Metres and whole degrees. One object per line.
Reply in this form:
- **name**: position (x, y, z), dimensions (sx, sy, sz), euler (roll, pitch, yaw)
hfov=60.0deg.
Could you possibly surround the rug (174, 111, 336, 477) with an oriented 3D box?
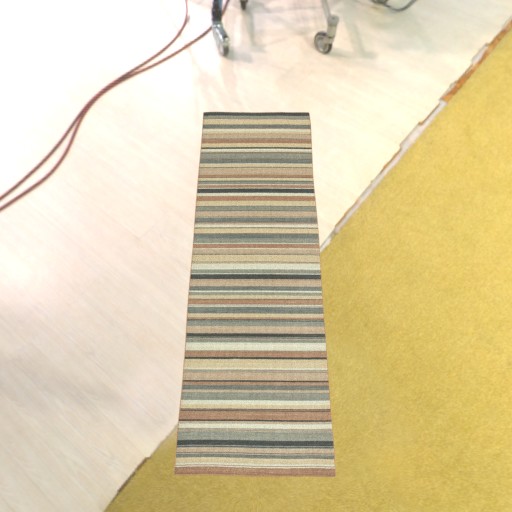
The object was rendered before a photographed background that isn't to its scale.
- **rug**: position (0.000, 0.000, 2.741), dimensions (0.799, 0.010, 2.444), euler (0, 62, 0)
